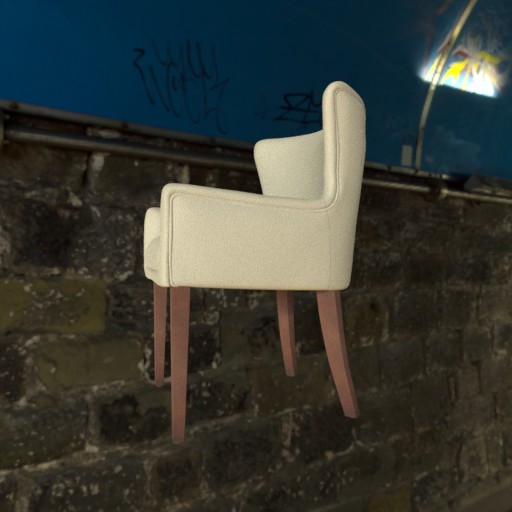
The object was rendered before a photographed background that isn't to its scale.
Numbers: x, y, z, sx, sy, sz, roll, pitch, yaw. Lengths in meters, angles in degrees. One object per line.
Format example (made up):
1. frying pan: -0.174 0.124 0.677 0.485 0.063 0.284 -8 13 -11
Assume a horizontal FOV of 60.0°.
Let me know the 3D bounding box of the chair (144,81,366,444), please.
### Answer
1. chair: 0.000 0.000 1.461 0.686 0.952 0.660 0 0 -18
